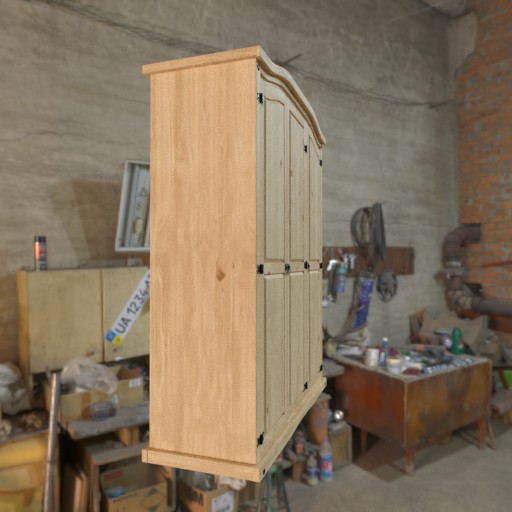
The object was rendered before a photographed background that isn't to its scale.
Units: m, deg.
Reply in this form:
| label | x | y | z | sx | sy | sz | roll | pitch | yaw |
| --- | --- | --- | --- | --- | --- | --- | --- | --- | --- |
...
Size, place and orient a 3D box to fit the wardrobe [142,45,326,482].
| label | x | y | z | sx | sy | sz | roll | pitch | yaw |
| --- | --- | --- | --- | --- | --- | --- | --- | --- | --- |
| wardrobe | 0.000 | 0.000 | 2.622 | 0.570 | 1.870 | 1.500 | 0 | -1 | 19 |
